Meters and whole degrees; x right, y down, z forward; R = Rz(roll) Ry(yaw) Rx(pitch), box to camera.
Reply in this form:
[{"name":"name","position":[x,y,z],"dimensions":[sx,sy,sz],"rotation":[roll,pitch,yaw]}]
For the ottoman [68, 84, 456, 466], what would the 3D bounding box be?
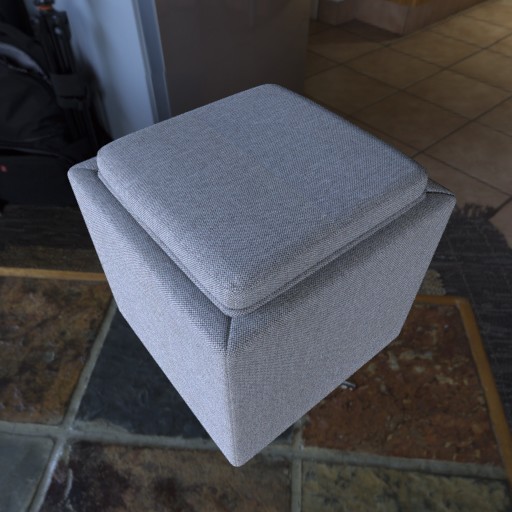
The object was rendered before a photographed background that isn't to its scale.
[{"name":"ottoman","position":[0.000,0.000,0.825],"dimensions":[0.450,0.460,0.450],"rotation":[-31,54,-25]}]
